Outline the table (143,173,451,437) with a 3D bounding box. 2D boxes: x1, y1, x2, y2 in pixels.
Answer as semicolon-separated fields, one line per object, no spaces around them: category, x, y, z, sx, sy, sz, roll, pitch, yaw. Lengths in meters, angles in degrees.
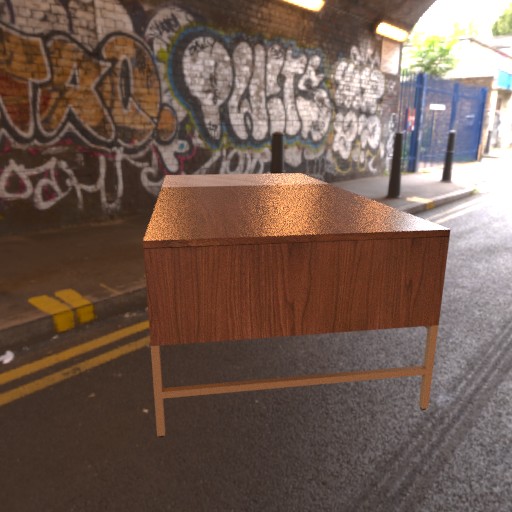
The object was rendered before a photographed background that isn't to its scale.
table;0.000;0.000;1.920;0.789;0.551;1.553;-3;16;-9
